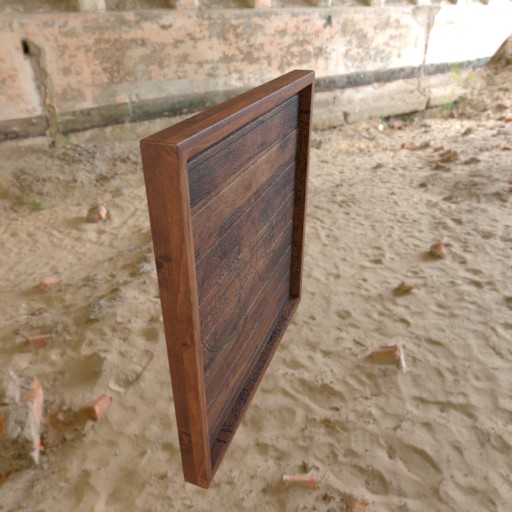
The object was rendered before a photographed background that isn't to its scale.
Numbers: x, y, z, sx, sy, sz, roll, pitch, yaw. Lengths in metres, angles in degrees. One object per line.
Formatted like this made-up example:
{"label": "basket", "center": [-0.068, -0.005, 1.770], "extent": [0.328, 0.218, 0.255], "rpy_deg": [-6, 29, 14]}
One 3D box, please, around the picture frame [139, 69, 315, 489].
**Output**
{"label": "picture frame", "center": [0.000, 0.000, 0.510], "extent": [0.028, 0.356, 0.352], "rpy_deg": [11, 32, 18]}
